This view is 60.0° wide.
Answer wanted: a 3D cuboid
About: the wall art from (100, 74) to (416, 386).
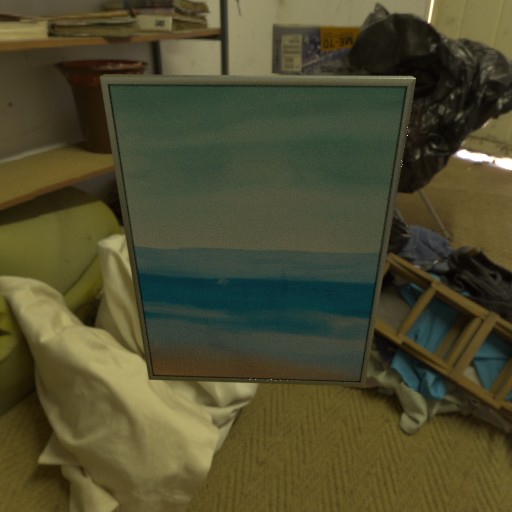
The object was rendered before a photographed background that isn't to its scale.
[{"bbox_3d":[0.000,0.000,1.403,0.803,1.062,0.041,1,29,2],"label":"wall art"}]
